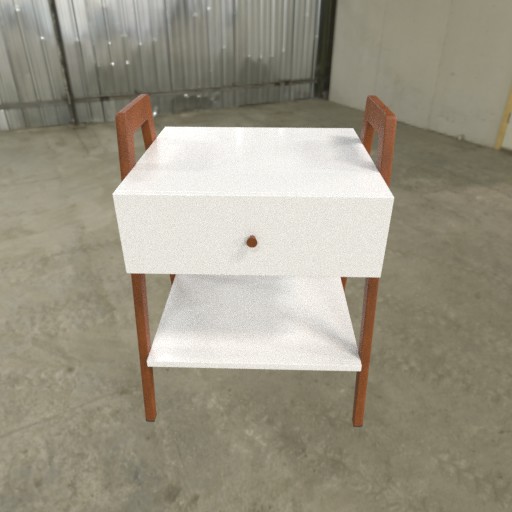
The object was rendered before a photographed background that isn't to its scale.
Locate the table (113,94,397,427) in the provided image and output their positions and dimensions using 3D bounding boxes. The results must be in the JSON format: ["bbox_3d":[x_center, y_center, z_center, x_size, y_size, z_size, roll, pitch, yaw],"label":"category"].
[{"bbox_3d":[0.000,0.000,0.922,0.457,0.610,0.405,1,31,1],"label":"table"}]
